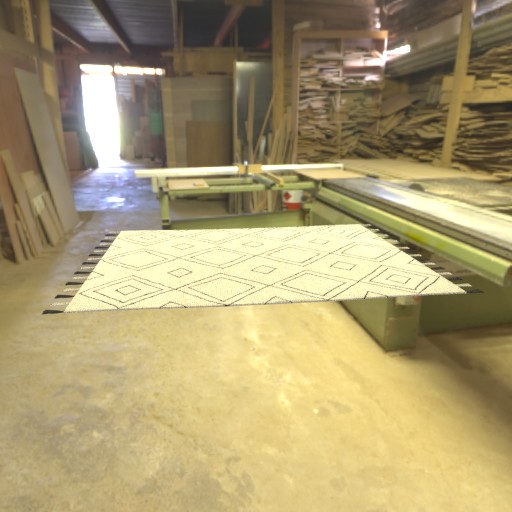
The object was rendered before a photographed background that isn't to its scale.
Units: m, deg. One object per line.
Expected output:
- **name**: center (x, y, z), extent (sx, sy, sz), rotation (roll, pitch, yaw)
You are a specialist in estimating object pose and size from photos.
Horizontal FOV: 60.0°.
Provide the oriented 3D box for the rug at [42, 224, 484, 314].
- **rug**: center (0.000, 0.000, 4.292), extent (3.221, 0.026, 2.342), rotation (-2, 17, -7)
